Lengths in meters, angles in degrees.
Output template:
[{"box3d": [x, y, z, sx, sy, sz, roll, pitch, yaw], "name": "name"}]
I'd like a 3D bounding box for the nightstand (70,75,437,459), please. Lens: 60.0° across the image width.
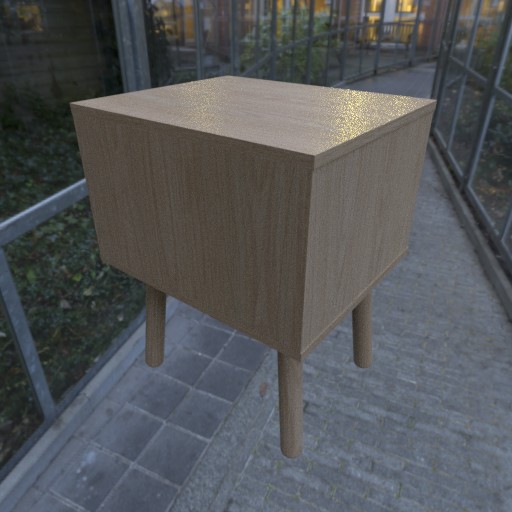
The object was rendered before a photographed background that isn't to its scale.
[{"box3d": [0.000, 0.000, 0.852, 0.450, 0.571, 0.380, 21, 36, 32], "name": "nightstand"}]
